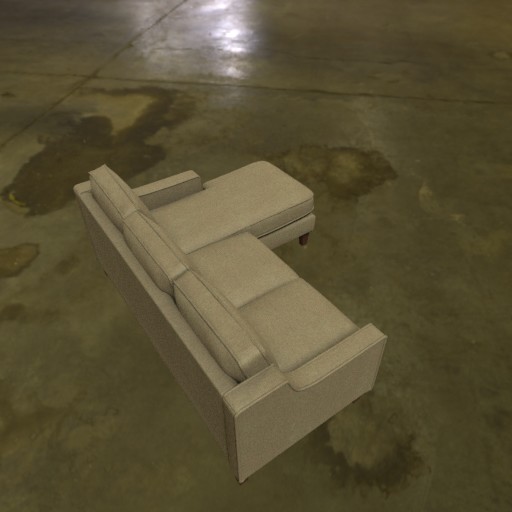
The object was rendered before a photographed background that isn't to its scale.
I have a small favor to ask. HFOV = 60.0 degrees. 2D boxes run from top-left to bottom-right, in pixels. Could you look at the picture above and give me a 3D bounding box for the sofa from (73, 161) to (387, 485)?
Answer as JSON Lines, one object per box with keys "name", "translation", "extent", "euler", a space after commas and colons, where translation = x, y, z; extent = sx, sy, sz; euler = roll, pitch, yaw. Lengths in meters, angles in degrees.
{"name": "sofa", "translation": [0.000, 0.000, 3.294], "extent": [1.858, 1.081, 2.317], "euler": [-25, 47, -26]}
